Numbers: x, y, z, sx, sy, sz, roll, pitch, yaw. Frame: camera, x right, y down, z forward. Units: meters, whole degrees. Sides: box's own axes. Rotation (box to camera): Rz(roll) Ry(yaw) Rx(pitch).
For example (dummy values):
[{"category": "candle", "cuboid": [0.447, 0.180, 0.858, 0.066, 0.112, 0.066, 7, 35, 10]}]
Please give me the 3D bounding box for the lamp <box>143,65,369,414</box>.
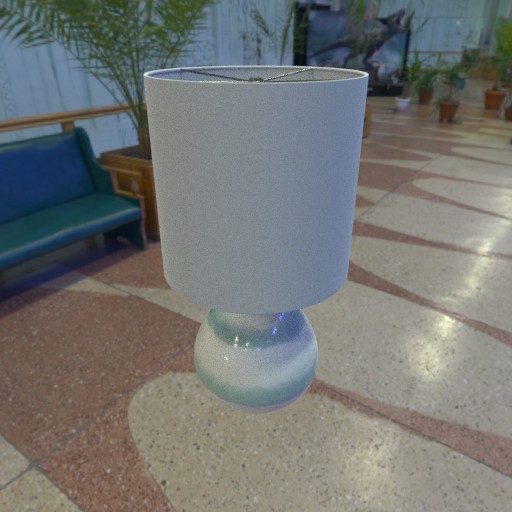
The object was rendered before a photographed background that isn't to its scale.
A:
[{"category": "lamp", "cuboid": [0.000, 0.000, 0.526, 0.217, 0.404, 0.217, 19, 32, 33]}]
